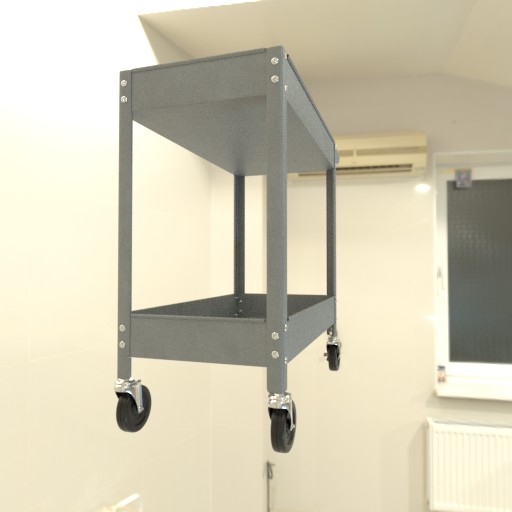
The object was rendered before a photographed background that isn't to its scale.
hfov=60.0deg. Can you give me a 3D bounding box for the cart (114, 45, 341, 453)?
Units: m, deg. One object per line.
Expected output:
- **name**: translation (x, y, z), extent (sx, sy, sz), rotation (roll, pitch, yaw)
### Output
- **cart**: translation (0.000, 0.000, 1.178), extent (0.366, 0.719, 0.779), rotation (0, -1, 18)
